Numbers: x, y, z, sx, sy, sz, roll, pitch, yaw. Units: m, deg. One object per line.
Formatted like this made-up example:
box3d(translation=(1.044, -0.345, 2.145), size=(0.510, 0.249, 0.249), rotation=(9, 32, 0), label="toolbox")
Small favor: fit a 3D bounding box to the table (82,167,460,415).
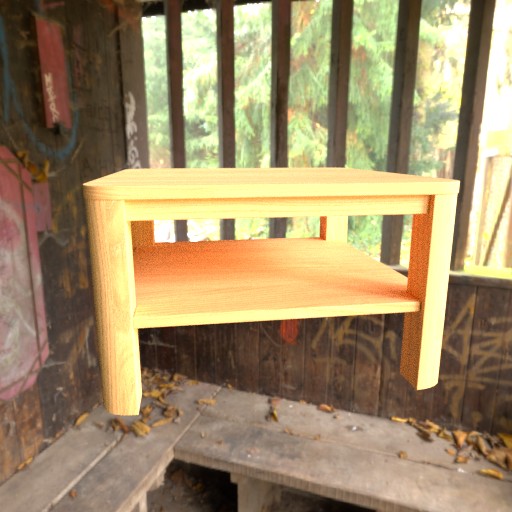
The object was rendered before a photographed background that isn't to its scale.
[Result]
box3d(translation=(0.000, 0.000, 1.229), size=(0.750, 0.450, 0.750), rotation=(-2, 14, -9), label="table")
